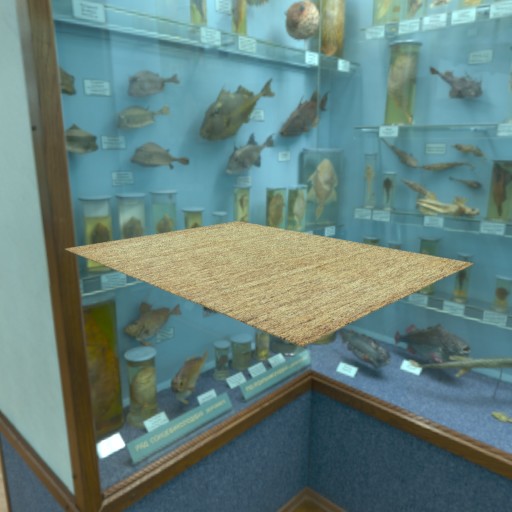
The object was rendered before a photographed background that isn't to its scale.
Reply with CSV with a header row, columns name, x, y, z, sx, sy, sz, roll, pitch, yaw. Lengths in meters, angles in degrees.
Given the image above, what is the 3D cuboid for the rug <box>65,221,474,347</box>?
name,x,y,z,sx,sy,sz,roll,pitch,yaw
rug,0.000,0.000,4.327,2.438,0.012,3.200,-14,20,-43
